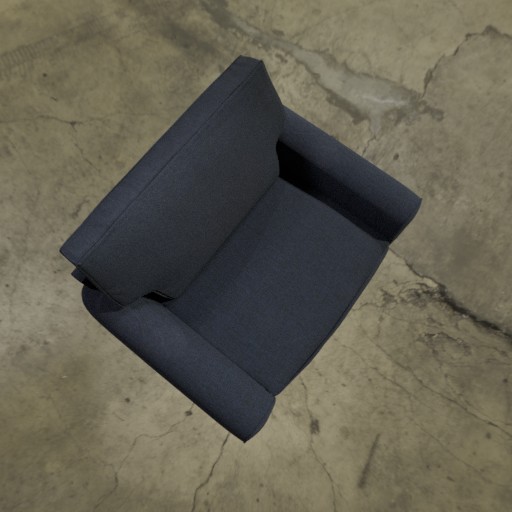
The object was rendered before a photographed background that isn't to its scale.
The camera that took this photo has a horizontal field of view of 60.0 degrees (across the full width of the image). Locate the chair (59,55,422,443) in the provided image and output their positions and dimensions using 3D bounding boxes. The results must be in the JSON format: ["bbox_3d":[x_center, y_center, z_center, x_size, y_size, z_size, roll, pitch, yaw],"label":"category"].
[{"bbox_3d":[0.000,0.000,1.987,0.963,1.044,1.285,37,77,10],"label":"chair"}]
